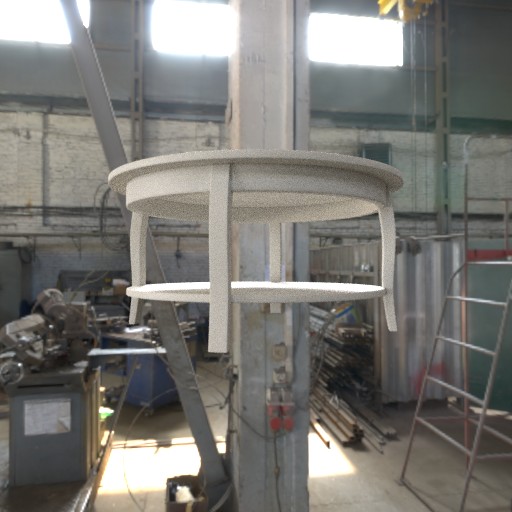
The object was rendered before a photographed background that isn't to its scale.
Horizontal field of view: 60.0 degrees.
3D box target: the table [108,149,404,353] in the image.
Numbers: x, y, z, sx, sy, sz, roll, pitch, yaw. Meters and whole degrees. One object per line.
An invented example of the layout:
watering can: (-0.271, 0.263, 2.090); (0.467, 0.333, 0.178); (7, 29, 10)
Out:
table: (0.000, 0.000, 1.435); (0.910, 0.457, 0.910); (0, -1, 0)
